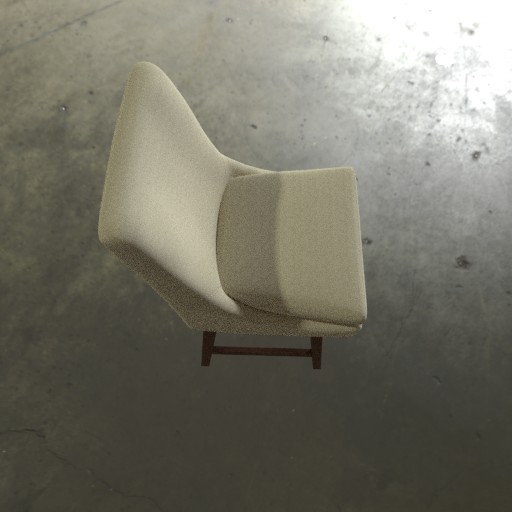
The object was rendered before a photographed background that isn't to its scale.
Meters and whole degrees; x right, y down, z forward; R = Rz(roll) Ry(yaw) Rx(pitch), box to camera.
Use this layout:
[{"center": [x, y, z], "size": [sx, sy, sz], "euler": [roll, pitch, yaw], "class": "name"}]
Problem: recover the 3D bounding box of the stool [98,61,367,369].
[{"center": [0.000, 0.000, 1.279], "size": [0.559, 0.991, 0.483], "euler": [1, 65, 1], "class": "stool"}]
